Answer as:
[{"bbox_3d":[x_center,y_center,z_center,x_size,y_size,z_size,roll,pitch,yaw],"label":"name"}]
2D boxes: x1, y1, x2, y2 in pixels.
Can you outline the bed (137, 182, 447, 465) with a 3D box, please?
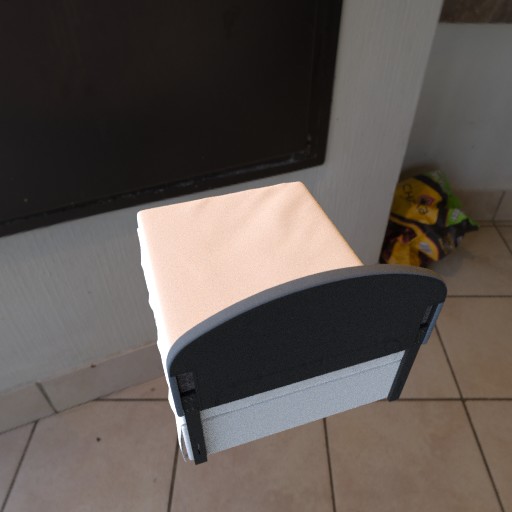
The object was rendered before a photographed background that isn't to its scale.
[{"bbox_3d":[0.000,0.000,3.154,1.607,1.410,2.005,-12,44,-13],"label":"bed"}]
